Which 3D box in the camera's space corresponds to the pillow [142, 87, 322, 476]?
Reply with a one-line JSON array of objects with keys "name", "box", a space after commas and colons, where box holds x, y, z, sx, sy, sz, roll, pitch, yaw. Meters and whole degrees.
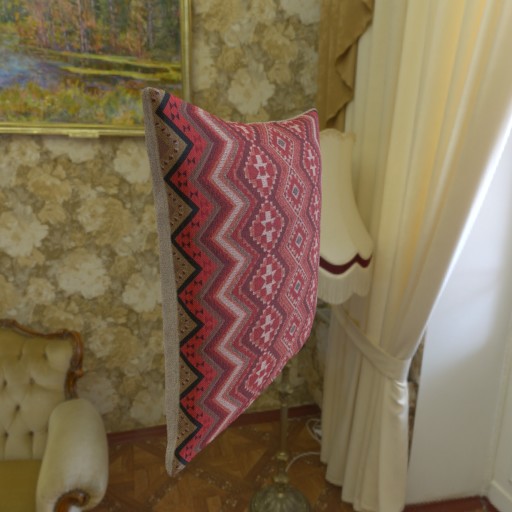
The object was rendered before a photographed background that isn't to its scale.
[{"name": "pillow", "box": [0.000, 0.000, 0.766, 0.158, 0.511, 0.513, 8, 17, 27]}]
